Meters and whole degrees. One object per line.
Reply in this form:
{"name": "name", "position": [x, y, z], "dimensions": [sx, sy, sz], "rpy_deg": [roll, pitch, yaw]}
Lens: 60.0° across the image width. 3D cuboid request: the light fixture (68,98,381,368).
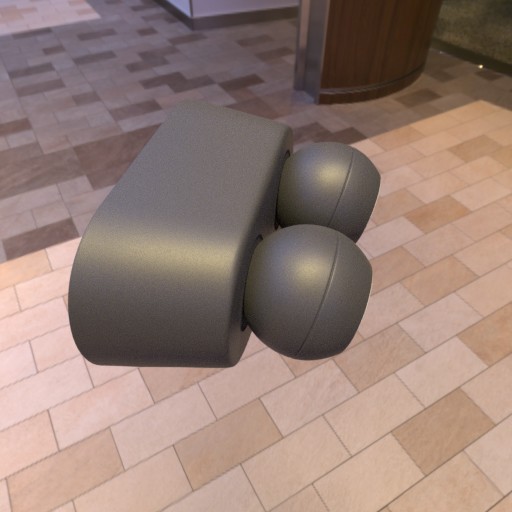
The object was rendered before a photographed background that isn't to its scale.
{"name": "light fixture", "position": [0.000, 0.000, 0.331], "dimensions": [0.159, 0.159, 0.229], "rpy_deg": [10, 47, 9]}
